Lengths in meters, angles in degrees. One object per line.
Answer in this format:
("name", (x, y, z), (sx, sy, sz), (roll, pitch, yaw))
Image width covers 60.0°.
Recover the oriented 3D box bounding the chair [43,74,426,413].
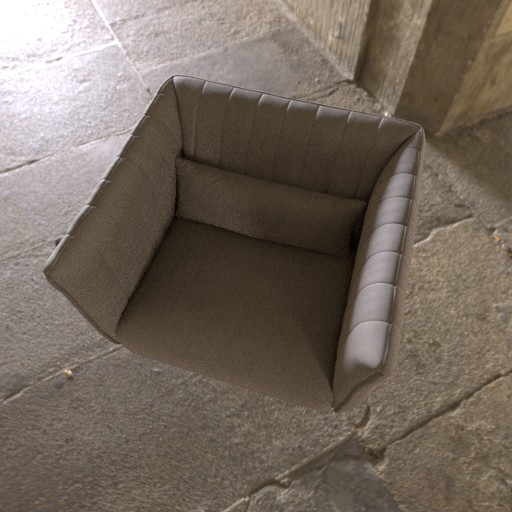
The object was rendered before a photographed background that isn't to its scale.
("chair", (0.000, 0.000, 1.606), (0.981, 0.779, 0.873), (15, 60, 9))
